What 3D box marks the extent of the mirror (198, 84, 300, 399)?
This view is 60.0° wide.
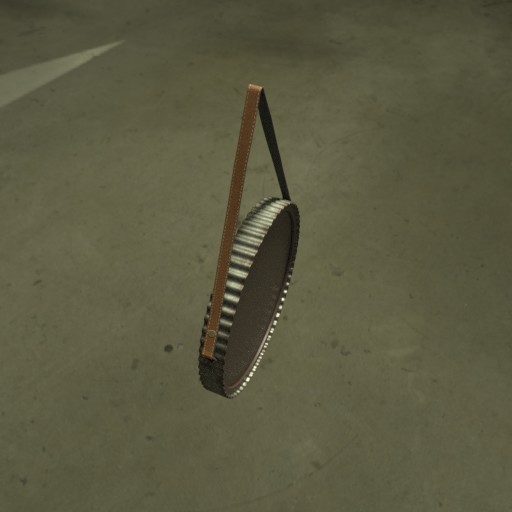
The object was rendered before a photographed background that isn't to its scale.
[{"bbox_3d":[0.000,0.000,0.709,0.042,0.568,0.355,17,50,15],"label":"mirror"}]
